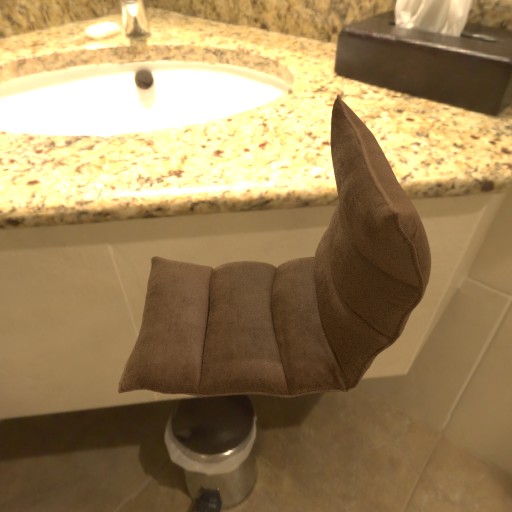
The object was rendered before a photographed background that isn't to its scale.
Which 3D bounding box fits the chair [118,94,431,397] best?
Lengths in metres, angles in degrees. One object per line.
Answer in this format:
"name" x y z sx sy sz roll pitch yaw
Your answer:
"chair" 0.000 0.000 1.579 0.985 0.892 0.714 1 41 1
